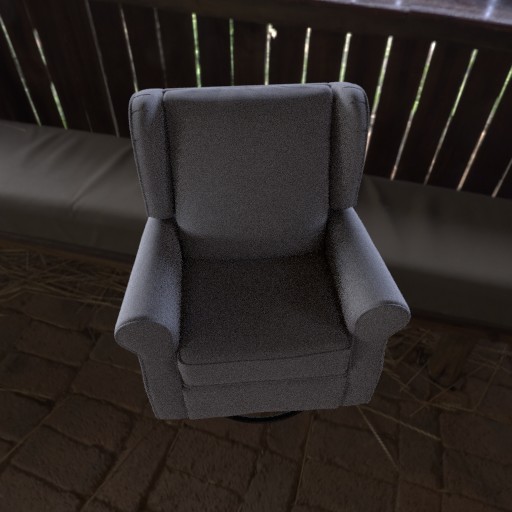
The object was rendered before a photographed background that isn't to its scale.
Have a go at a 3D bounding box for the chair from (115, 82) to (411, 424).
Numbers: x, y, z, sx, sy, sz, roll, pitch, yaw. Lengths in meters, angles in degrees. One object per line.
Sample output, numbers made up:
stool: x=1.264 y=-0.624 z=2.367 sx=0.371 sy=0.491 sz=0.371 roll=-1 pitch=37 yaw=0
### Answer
chair: x=0.000 y=0.000 z=1.629 sx=0.906 sy=0.966 sz=0.854 roll=-3 pitch=47 yaw=-3
